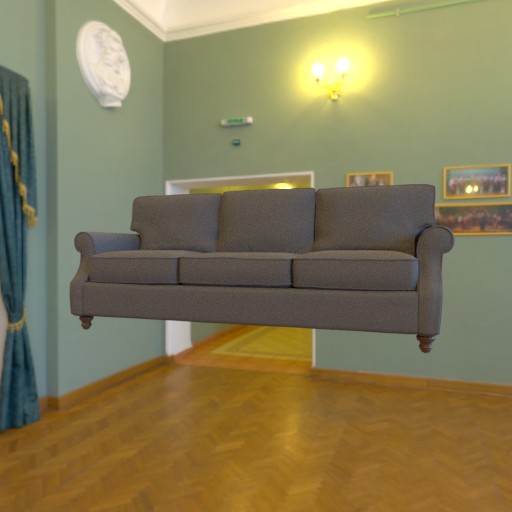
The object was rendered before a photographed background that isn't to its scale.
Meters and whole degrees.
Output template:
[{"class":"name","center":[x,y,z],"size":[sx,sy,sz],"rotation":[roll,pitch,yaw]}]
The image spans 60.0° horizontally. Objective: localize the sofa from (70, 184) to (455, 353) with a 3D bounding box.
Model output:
[{"class":"sofa","center":[0.000,0.000,2.913],"size":[2.353,0.948,0.966],"rotation":[0,1,19]}]
